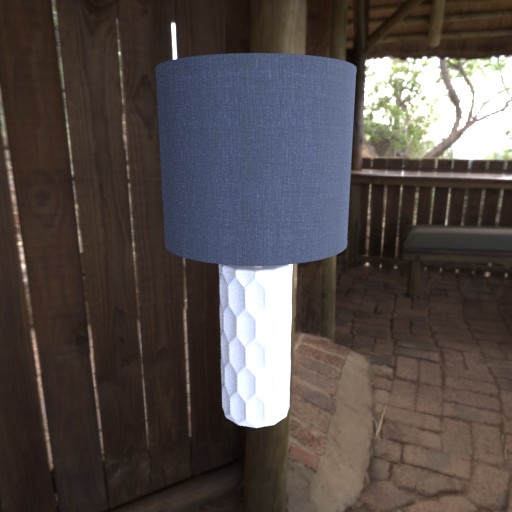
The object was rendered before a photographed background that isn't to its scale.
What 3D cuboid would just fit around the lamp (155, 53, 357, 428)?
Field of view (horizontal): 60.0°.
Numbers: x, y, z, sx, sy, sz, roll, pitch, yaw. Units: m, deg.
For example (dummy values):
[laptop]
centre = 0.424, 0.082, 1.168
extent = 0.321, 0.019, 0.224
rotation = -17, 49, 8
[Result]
[lamp]
centre = 0.000, 0.000, 0.691
extent = 0.277, 0.537, 0.277
rotation = 14, 20, 43
